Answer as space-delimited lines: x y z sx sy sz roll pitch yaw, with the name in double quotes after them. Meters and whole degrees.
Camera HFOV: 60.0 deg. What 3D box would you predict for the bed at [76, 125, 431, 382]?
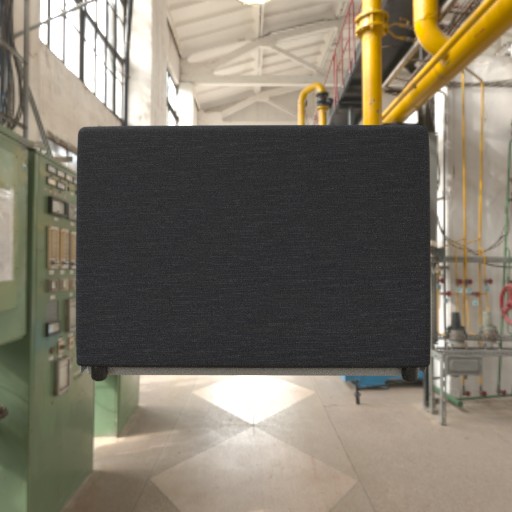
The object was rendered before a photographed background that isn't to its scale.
0.000 0.000 3.308 1.884 1.330 2.142 0 -1 1 "bed"
